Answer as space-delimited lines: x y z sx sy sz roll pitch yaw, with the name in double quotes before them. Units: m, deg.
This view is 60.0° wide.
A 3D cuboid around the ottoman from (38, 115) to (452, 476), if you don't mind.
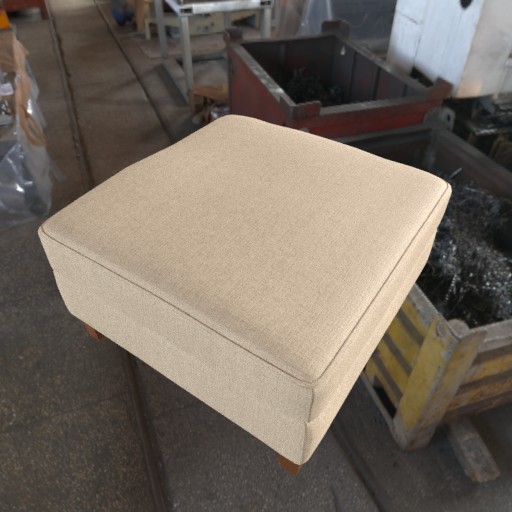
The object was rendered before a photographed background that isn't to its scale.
"ottoman" 0.000 0.000 1.323 0.838 0.503 0.838 25 48 25
